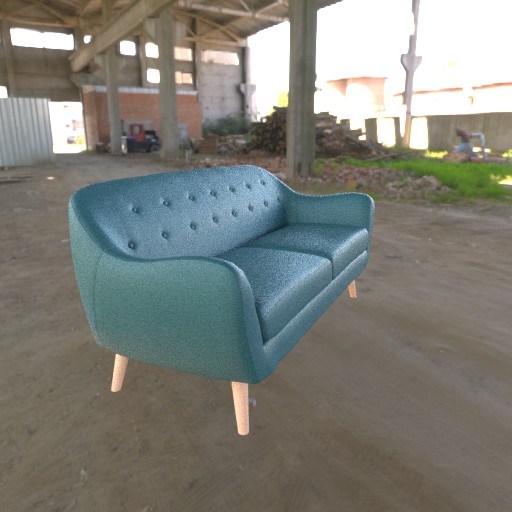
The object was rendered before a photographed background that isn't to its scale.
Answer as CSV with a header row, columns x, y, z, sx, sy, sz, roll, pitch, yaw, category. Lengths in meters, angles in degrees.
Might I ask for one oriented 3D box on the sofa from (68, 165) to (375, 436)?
x,y,z,sx,sy,sz,roll,pitch,yaw,category
0.000,0.000,2.241,0.820,0.836,1.840,7,17,25,sofa
